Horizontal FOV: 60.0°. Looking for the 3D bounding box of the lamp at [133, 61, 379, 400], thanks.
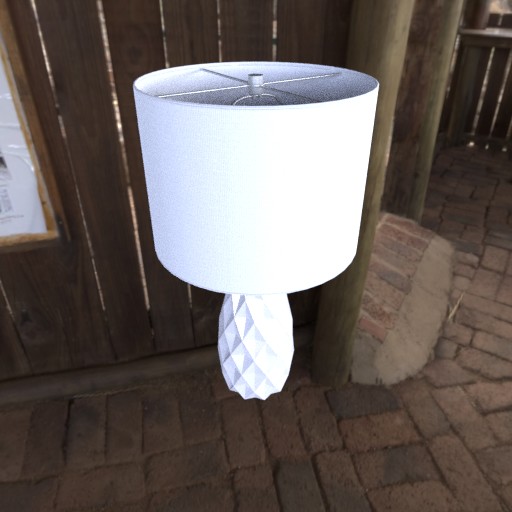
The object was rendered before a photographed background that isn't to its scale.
[{"bbox_3d":[0.000,0.000,0.682,0.297,0.522,0.297,0,31,0],"label":"lamp"}]
